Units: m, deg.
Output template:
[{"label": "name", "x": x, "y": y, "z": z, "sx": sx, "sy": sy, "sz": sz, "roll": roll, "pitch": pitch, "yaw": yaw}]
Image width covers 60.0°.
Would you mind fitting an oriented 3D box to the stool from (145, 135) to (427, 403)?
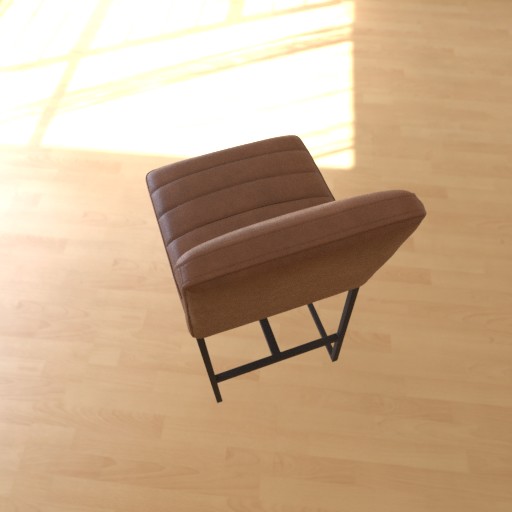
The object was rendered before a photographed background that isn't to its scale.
[{"label": "stool", "x": 0.000, "y": 0.000, "z": 1.221, "sx": 0.458, "sy": 0.940, "sz": 0.556, "roll": -17, "pitch": 61, "yaw": -10}]
